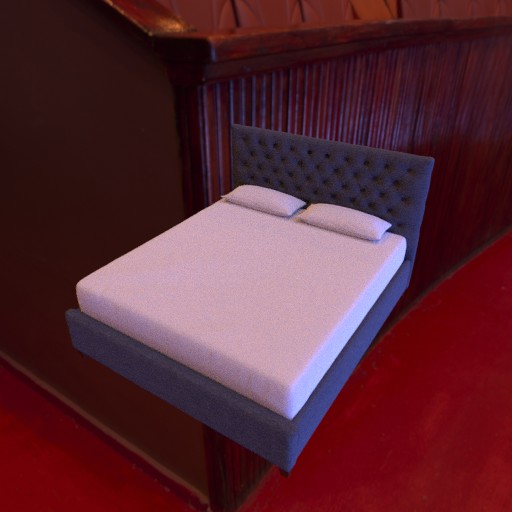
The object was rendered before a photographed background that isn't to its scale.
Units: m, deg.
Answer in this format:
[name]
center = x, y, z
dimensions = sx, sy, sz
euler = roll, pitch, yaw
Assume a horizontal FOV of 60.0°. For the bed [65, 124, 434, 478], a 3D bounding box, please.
[bed]
center = 0.000, 0.000, 3.698
dimensions = 2.078, 1.427, 2.387
euler = 18, 35, 28
